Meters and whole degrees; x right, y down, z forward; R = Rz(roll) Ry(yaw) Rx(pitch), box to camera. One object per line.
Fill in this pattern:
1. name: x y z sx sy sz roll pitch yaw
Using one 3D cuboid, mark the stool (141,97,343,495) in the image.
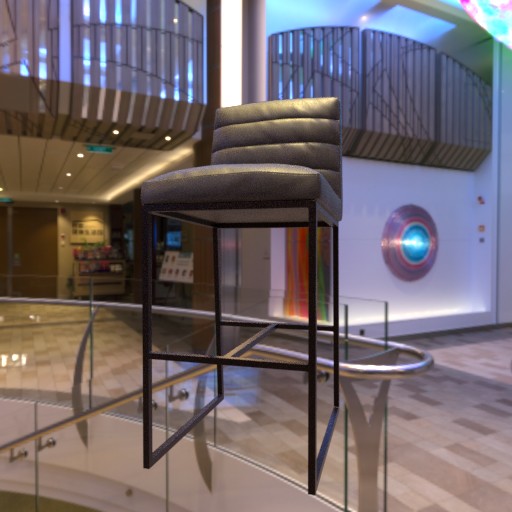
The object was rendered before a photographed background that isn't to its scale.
1. stool: 0.000 0.000 1.306 0.463 1.065 0.562 0 1 16
